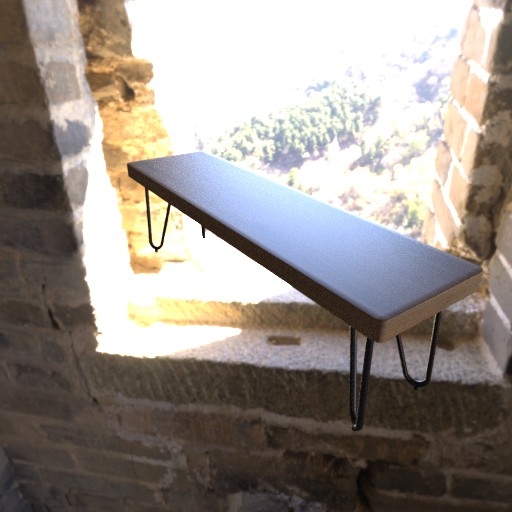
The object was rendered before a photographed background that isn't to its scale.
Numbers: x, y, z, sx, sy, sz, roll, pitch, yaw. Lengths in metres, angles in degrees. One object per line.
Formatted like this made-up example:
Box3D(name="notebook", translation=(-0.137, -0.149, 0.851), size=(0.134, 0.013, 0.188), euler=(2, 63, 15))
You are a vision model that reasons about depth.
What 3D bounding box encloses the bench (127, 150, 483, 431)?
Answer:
Box3D(name="bench", translation=(0.000, 0.000, 1.766), size=(0.425, 0.462, 1.570), euler=(-18, 33, -31))
